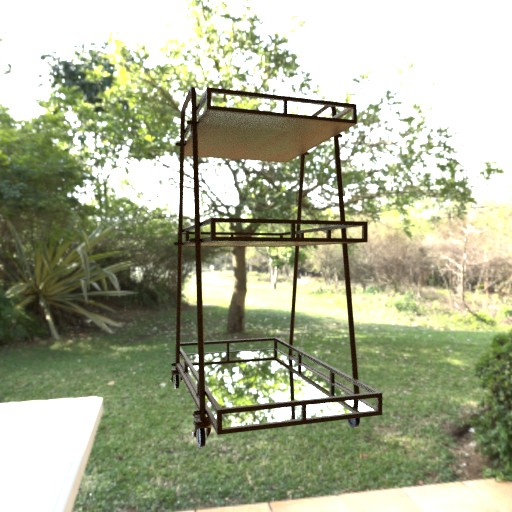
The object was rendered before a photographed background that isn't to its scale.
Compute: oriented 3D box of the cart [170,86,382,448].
[{"bbox_3d":[0.000,0.000,1.287,0.441,0.883,0.711,0,0,-17],"label":"cart"}]
